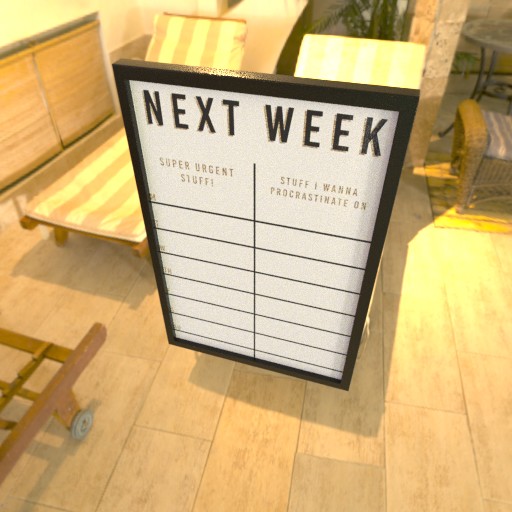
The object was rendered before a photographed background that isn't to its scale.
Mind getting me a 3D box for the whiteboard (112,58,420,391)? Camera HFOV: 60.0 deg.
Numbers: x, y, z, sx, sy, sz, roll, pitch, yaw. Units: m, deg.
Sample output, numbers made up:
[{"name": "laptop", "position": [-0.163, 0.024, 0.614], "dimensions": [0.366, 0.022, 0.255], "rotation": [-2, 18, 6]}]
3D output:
[{"name": "whiteboard", "position": [0.000, 0.000, 0.767], "dimensions": [0.406, 0.611, 0.026], "rotation": [11, 42, 13]}]
